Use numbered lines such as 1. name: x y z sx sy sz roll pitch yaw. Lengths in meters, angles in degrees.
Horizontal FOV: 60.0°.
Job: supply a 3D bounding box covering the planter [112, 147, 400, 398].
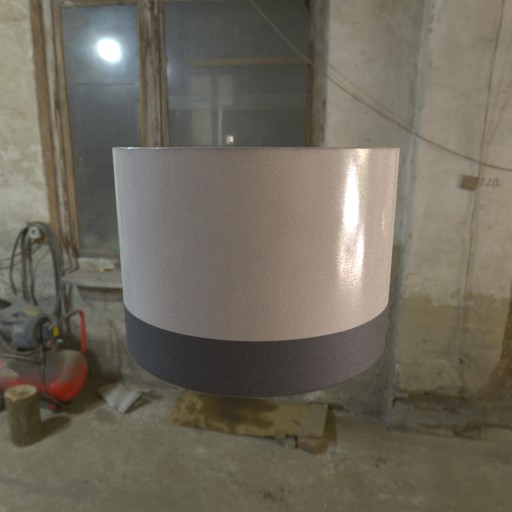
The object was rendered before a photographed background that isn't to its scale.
1. planter: 0.000 0.000 0.220 0.128 0.105 0.128 0 14 0
